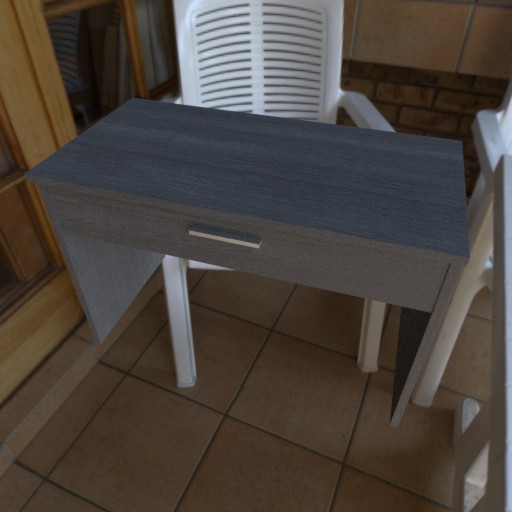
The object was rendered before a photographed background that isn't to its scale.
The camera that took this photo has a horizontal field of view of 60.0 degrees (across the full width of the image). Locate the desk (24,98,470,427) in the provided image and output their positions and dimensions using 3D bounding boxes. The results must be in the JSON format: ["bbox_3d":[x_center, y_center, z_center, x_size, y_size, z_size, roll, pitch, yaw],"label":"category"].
[{"bbox_3d":[0.000,0.000,1.472,1.099,0.729,0.557,12,42,13],"label":"desk"}]
